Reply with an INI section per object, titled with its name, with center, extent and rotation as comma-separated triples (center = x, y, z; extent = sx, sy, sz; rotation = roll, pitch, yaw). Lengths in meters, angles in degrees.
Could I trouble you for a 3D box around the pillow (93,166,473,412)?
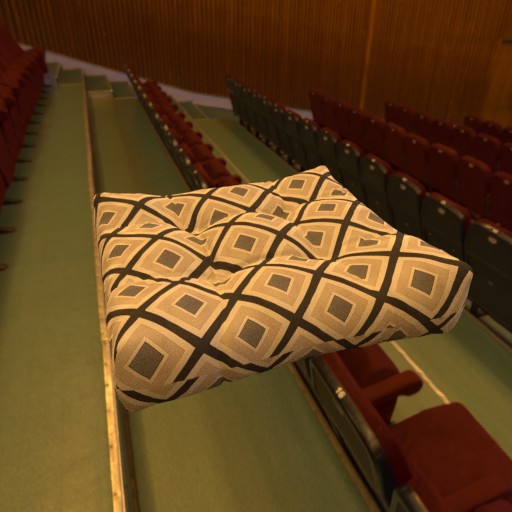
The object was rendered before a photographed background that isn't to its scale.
[pillow]
center = 0.000, 0.000, 0.731
extent = 0.490, 0.128, 0.468
rotation = -10, 32, -17
